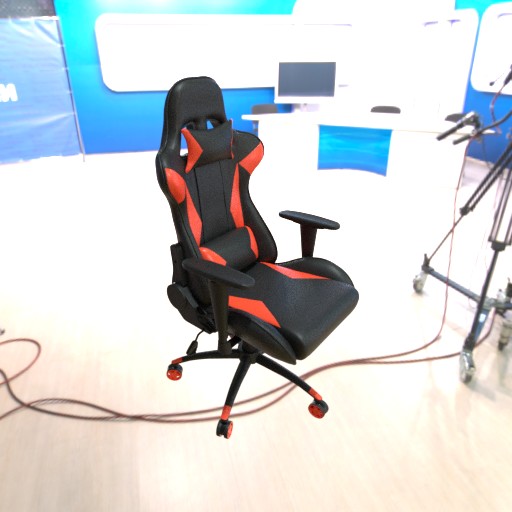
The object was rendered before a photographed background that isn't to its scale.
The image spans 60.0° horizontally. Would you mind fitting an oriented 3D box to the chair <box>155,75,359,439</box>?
[{"bbox_3d":[0.000,0.000,1.732,0.730,1.282,0.695,18,31,32],"label":"chair"}]
